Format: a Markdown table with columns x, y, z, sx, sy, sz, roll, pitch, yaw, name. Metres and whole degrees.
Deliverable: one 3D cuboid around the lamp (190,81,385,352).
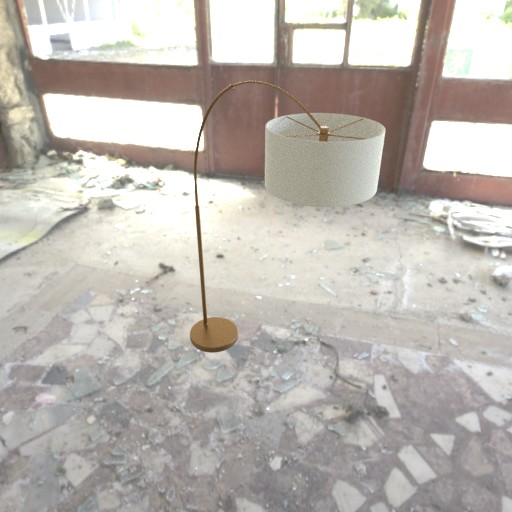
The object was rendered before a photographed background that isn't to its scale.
| x | y | z | sx | sy | sz | roll | pitch | yaw | name |
| --- | --- | --- | --- | --- | --- | --- | --- | --- | --- |
| 0.000 | 0.000 | 2.592 | 0.493 | 1.927 | 1.434 | -21 | 36 | -32 | lamp |
